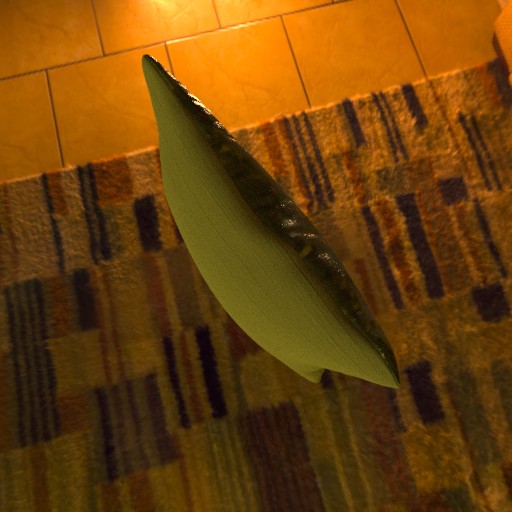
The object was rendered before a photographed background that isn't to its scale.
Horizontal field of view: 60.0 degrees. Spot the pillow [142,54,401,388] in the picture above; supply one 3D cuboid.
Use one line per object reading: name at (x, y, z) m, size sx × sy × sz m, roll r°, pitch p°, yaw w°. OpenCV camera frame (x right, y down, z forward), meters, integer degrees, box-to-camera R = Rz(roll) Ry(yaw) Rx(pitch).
pillow at (0.000, 0.000, 0.697) m, size 0.175 × 0.464 × 0.470 m, roll -34°, pitch 79°, yaw -8°
